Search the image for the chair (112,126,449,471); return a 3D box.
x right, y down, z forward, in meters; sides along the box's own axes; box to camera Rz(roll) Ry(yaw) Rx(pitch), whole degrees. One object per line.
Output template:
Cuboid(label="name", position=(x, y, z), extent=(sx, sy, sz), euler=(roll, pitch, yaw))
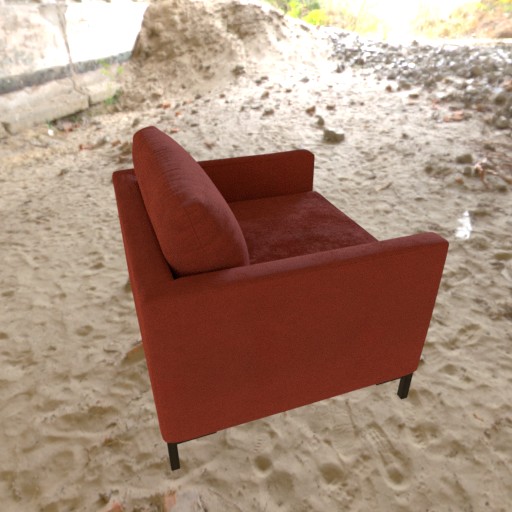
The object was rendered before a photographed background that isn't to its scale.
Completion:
Cuboid(label="chair", position=(0.000, 0.000, 1.594), extent=(0.875, 0.812, 0.964), euler=(-10, 32, -17))
